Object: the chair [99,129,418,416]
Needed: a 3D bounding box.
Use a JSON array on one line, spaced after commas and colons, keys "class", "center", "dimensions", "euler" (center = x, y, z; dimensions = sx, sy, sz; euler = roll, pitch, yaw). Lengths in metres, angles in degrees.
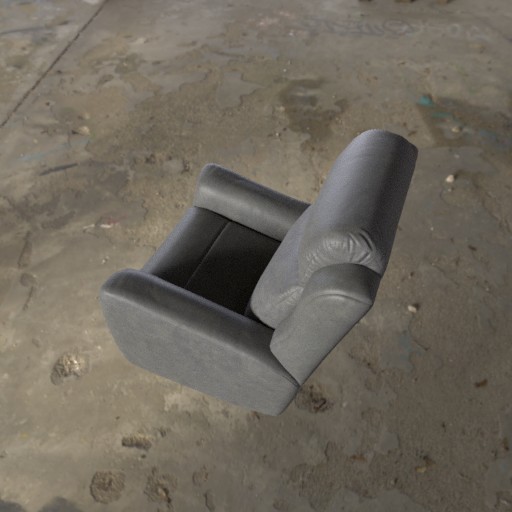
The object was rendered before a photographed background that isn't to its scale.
[{"class": "chair", "center": [0.000, 0.000, 1.941], "dimensions": [1.068, 1.116, 0.967], "euler": [17, 49, 15]}]
